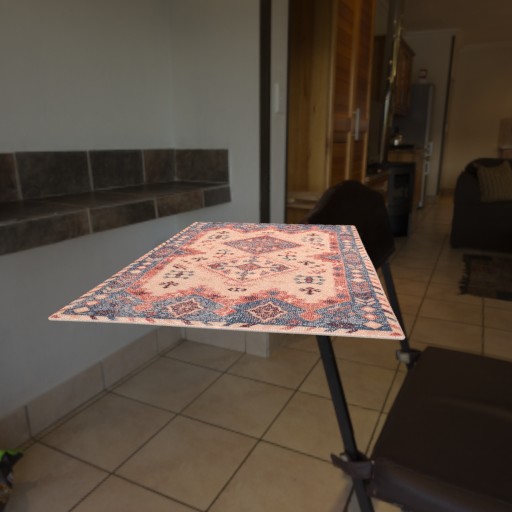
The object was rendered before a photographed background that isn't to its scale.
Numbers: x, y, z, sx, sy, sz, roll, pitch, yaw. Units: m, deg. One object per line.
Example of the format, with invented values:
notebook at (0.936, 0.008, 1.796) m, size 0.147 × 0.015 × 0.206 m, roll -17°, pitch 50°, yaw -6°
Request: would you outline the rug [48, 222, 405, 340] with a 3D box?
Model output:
rug at (0.000, 0.000, 3.022) m, size 1.521 × 0.023 × 2.464 m, roll 2°, pitch 14°, yaw 7°
